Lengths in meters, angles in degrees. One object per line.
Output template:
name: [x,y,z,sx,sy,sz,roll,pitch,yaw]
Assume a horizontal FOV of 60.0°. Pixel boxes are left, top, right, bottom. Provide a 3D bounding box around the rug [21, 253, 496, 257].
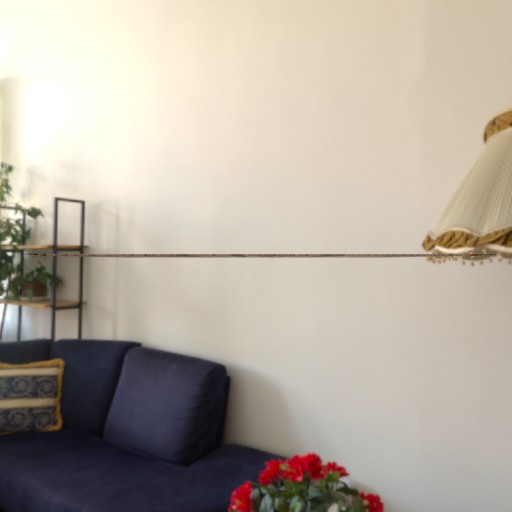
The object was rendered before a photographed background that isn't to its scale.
rug: [0.000,0.000,2.275,1.848,0.012,1.217,0,-1,0]
